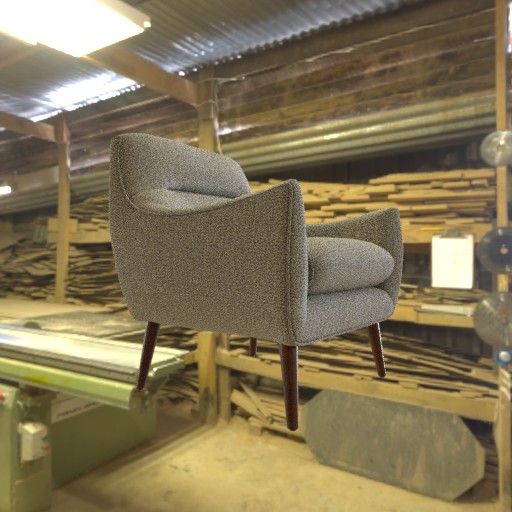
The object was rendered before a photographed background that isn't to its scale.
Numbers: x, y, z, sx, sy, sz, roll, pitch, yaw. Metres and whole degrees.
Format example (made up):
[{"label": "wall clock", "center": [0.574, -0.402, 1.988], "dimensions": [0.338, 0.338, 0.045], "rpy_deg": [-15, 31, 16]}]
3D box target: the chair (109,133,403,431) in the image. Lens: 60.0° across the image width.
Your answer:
[{"label": "chair", "center": [0.000, 0.000, 1.494], "dimensions": [0.787, 0.838, 0.762], "rpy_deg": [0, 0, 36]}]
